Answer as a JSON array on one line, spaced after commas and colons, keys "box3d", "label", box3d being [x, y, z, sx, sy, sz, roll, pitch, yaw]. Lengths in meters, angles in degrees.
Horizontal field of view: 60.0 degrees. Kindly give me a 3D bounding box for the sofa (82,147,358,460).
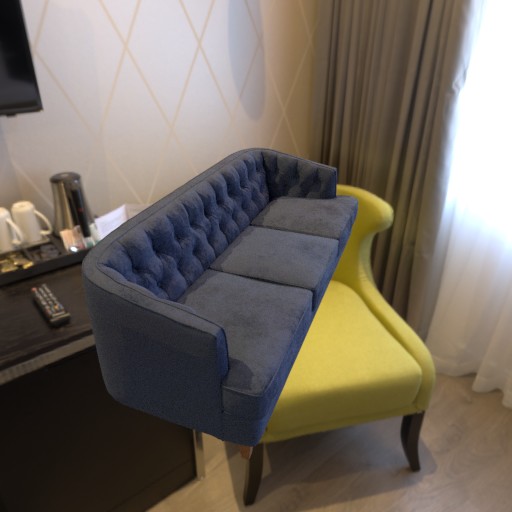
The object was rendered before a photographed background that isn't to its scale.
[{"box3d": [0.000, 0.000, 2.776, 0.941, 0.855, 2.278, 10, 30, 18], "label": "sofa"}]
